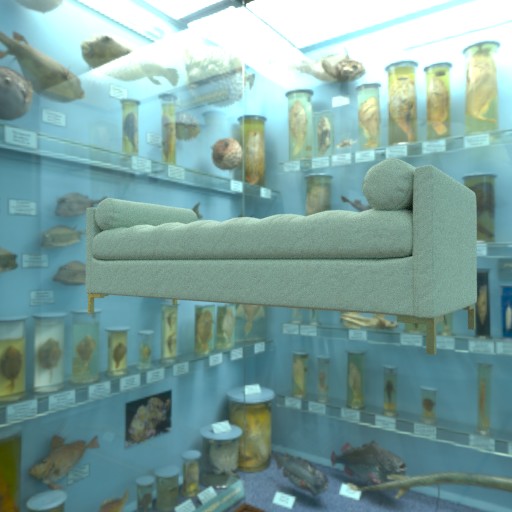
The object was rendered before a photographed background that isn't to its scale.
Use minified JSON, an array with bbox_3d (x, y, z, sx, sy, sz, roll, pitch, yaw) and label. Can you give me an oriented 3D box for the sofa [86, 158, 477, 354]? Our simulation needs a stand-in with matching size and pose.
[{"bbox_3d":[0.000,0.000,2.436,2.102,0.705,0.796,-1,-1,36],"label":"sofa"}]
